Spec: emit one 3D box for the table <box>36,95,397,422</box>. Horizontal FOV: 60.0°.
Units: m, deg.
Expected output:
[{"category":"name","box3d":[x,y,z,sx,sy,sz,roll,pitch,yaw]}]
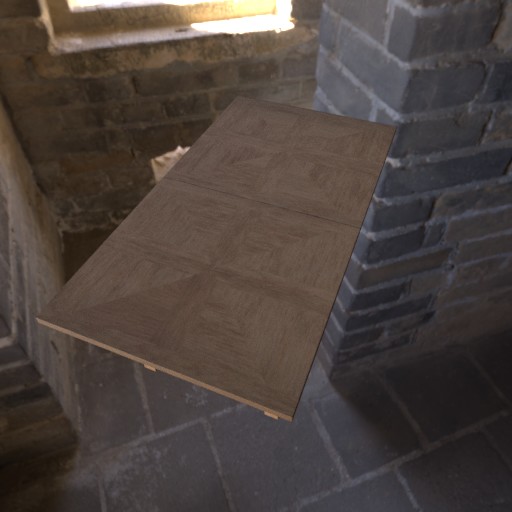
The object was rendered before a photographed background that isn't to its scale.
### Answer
[{"category":"table","box3d":[0.000,0.000,2.403,1.016,0.768,1.881,16,49,15]}]
